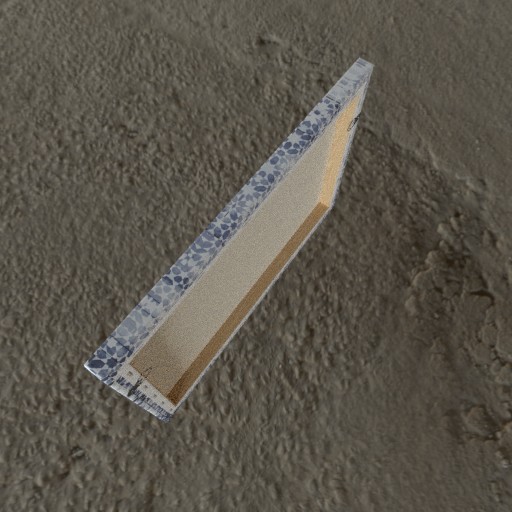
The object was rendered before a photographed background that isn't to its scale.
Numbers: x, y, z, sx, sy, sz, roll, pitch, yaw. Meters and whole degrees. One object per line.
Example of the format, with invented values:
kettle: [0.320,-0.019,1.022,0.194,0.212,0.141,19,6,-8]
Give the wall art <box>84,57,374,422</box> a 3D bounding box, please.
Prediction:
wall art: [0.000,0.000,0.775,0.030,0.406,0.608,33,68,15]
